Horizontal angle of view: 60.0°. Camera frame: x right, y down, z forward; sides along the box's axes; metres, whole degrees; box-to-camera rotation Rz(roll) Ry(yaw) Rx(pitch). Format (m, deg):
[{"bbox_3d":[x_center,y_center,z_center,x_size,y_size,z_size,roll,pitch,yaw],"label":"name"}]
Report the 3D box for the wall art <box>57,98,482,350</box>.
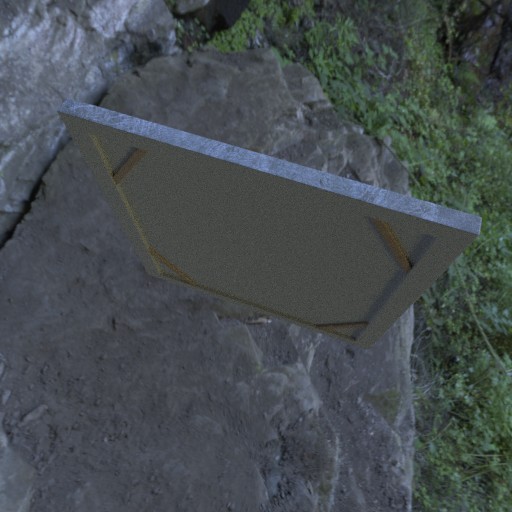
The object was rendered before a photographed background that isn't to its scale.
[{"bbox_3d":[0.000,0.000,1.586,1.092,1.091,0.051,18,66,8],"label":"wall art"}]
